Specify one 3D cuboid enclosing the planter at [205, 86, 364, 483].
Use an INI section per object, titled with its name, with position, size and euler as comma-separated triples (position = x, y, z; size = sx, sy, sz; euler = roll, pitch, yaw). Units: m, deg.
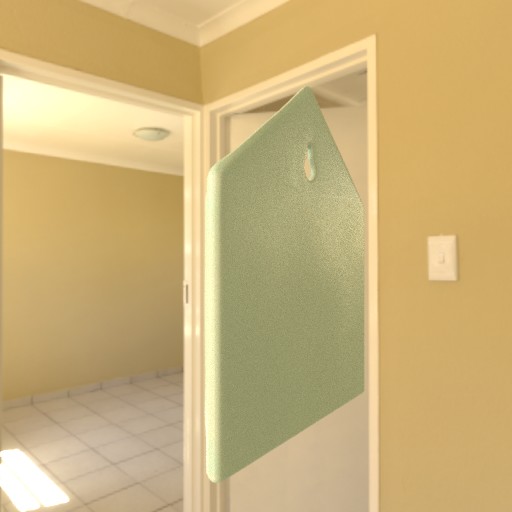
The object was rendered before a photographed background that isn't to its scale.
[planter]
position = 0.000, 0.000, 0.280
size = 0.079, 0.197, 0.164
euler = 0, 0, 36
